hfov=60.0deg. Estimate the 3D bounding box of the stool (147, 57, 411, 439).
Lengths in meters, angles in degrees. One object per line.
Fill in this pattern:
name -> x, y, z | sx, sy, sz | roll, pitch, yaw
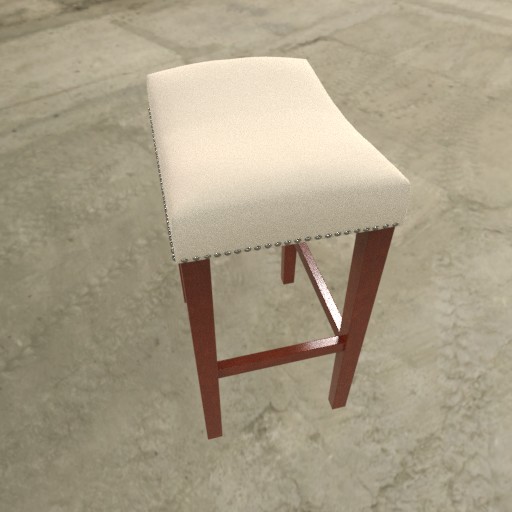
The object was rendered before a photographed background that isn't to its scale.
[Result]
stool -> 0.000, 0.000, 1.036 | 0.372, 0.742, 0.504 | -10, 46, -10
